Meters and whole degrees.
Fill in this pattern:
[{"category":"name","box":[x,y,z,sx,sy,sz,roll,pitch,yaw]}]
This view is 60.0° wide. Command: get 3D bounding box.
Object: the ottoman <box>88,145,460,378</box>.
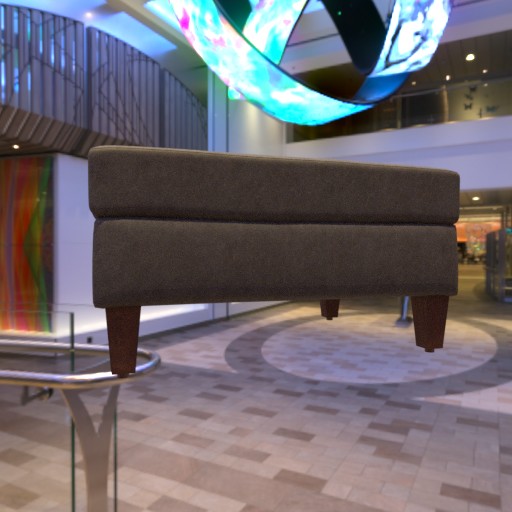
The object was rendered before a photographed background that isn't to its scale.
[{"category":"ottoman","box":[0.000,0.000,1.222,0.839,0.464,0.639,0,1,-18]}]
